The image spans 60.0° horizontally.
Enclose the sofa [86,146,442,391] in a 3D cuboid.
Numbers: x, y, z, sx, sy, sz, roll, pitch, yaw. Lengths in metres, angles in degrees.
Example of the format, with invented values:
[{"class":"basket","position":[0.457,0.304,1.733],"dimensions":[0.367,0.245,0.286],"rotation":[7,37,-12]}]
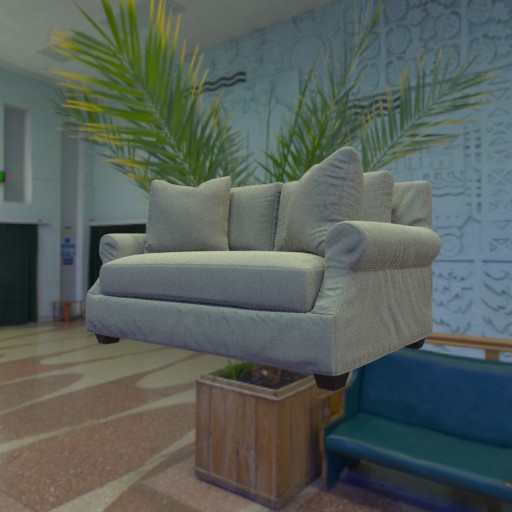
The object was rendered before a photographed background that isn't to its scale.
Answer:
[{"class":"sofa","position":[0.000,0.000,2.242],"dimensions":[1.550,0.905,1.070],"rotation":[0,0,38]}]
